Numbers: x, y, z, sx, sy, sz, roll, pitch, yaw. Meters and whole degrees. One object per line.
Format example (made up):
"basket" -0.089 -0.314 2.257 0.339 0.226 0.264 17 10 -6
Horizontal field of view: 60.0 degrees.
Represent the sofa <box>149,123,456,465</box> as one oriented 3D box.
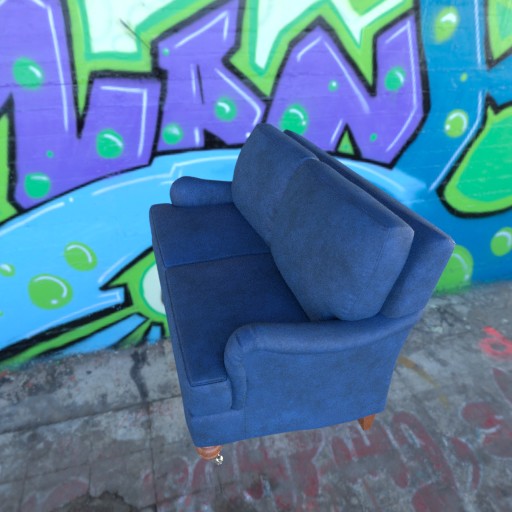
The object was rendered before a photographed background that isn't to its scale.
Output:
"sofa" 0.000 0.000 2.507 1.084 1.101 1.853 -8 31 -14
